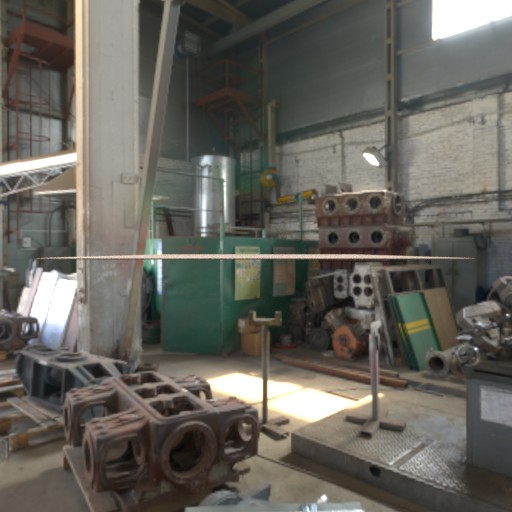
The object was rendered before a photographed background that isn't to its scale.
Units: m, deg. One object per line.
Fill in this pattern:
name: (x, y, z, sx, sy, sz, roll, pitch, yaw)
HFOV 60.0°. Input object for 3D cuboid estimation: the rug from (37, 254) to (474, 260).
rug: (0.000, 0.000, 3.989, 2.442, 0.008, 3.046, 0, 1, 0)
